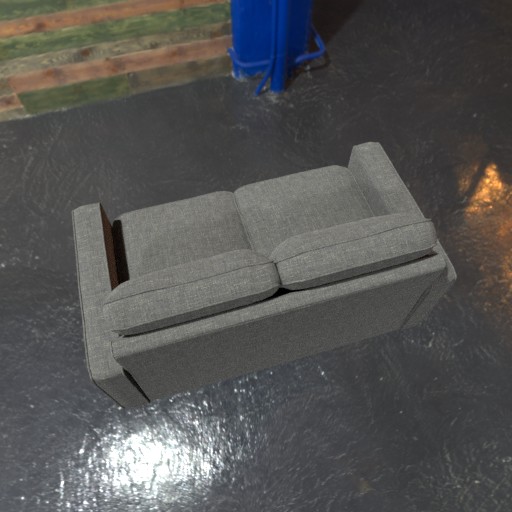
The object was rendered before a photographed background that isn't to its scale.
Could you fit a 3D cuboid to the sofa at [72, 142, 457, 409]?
[{"bbox_3d":[0.000,0.000,2.273,1.709,0.918,0.947,-14,60,-8],"label":"sofa"}]
